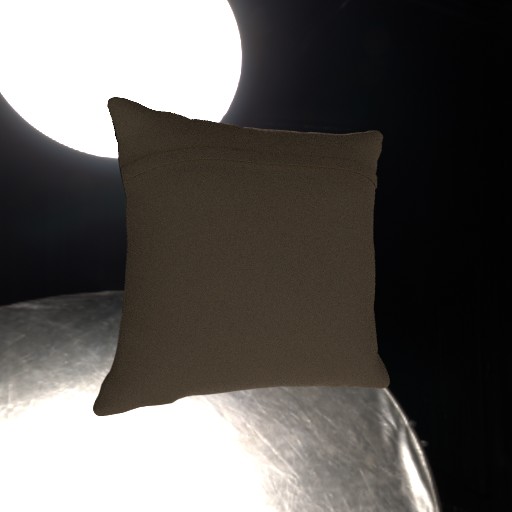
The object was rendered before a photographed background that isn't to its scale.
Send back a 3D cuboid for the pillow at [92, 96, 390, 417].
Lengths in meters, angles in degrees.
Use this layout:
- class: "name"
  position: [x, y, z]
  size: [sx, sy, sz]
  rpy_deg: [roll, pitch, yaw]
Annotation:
- class: "pillow"
  position: [0.000, 0.000, 0.779]
  size: [0.536, 0.506, 0.229]
  rpy_deg: [0, -1, -18]
